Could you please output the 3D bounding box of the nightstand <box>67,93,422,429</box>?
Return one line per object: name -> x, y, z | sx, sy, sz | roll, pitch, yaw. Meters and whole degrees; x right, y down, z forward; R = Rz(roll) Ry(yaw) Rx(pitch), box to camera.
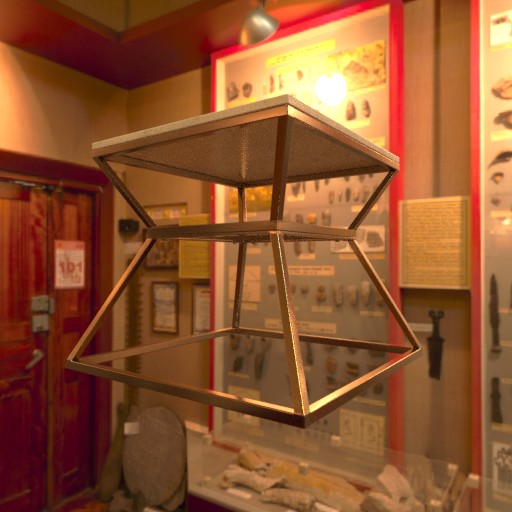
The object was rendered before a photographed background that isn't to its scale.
nightstand -> 0.000, 0.000, 0.897 | 0.514, 0.426, 0.513 | 0, -1, 36
